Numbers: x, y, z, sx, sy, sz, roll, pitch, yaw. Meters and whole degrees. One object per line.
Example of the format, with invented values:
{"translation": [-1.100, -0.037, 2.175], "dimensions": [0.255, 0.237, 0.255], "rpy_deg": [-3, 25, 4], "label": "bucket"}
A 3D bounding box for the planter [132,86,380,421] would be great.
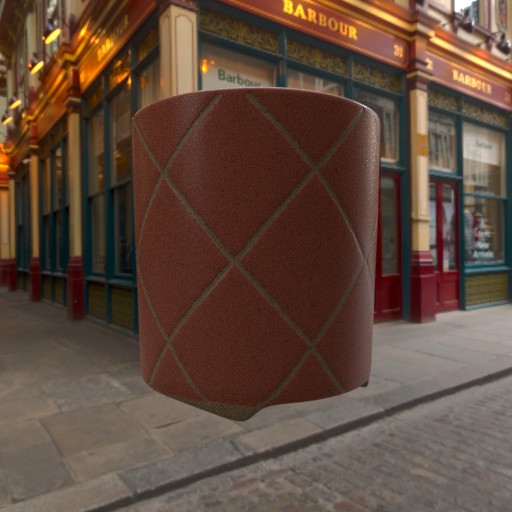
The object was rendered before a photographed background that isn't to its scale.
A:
{"translation": [0.000, 0.000, 0.353], "dimensions": [0.191, 0.200, 0.191], "rpy_deg": [0, 0, 0], "label": "planter"}
